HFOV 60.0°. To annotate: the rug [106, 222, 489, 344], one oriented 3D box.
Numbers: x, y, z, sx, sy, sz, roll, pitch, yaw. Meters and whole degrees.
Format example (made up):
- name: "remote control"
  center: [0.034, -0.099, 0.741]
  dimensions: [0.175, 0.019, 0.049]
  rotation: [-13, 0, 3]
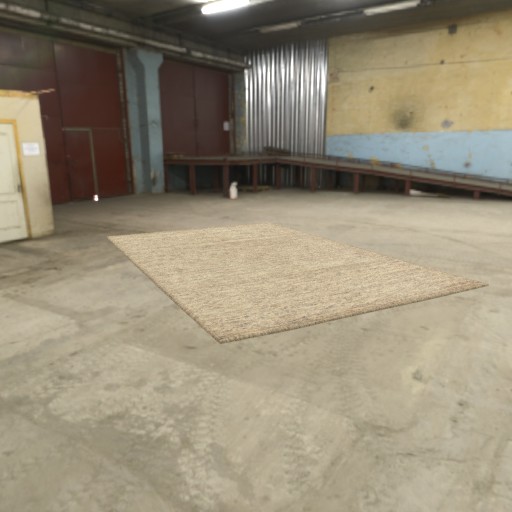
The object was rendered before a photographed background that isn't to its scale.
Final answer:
- name: "rug"
  center: [0.000, 0.000, 2.337]
  dimensions: [1.211, 0.018, 1.822]
  rotation: [-7, 15, -27]
